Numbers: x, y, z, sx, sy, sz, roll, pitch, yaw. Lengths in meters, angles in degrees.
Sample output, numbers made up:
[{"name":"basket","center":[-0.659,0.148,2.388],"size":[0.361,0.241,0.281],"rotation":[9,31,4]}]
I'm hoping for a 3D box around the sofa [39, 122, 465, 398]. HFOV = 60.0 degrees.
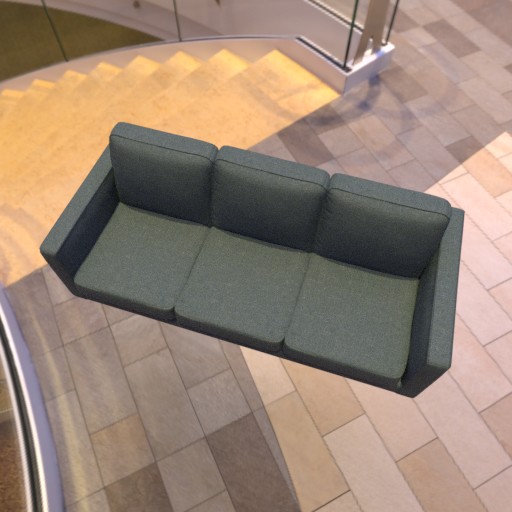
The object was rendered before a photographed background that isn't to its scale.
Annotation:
[{"name":"sofa","center":[0.000,0.000,2.453],"size":[2.013,0.945,0.935],"rotation":[15,60,9]}]
